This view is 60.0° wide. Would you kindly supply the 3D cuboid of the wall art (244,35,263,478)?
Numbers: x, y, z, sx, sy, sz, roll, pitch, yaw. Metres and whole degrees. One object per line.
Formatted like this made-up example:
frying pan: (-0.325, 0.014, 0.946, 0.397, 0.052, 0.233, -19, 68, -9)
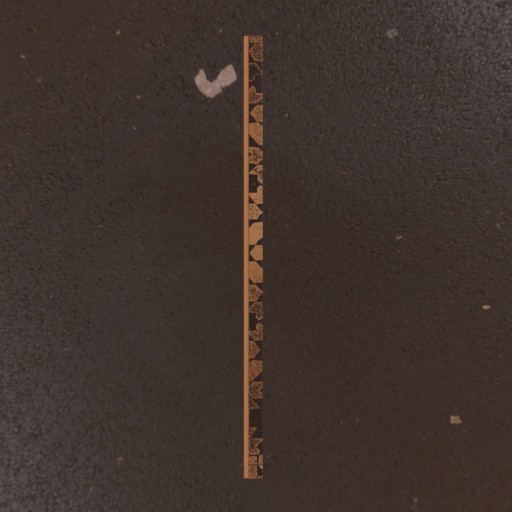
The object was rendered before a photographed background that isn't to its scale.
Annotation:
wall art: (0.000, 0.000, 1.369, 0.038, 0.914, 0.914, 0, 91, 1)
